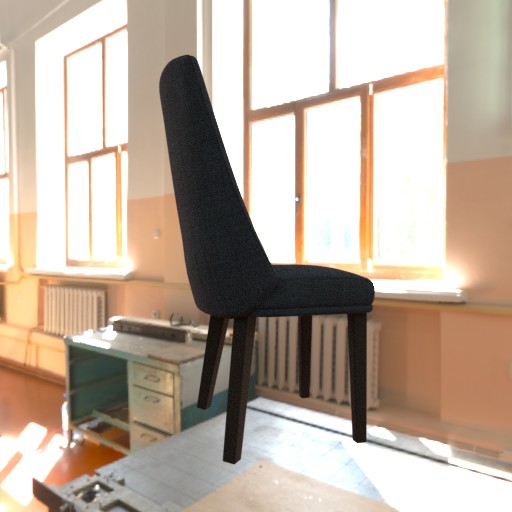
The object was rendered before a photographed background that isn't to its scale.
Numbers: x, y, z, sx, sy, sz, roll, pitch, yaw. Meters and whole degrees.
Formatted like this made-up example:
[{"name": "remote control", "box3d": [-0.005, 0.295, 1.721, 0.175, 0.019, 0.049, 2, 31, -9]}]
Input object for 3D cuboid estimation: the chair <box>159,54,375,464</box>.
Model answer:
[{"name": "chair", "box3d": [0.000, 0.000, 1.366, 0.577, 1.050, 0.510, 0, 1, -17]}]
